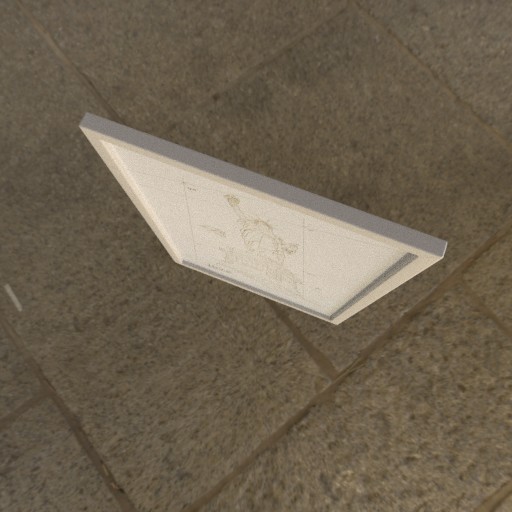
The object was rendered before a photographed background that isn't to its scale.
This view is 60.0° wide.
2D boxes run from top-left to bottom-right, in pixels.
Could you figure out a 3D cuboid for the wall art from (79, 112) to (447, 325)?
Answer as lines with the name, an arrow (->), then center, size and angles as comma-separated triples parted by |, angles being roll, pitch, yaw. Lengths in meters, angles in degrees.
wall art -> 0.000, 0.000, 1.022 | 0.556, 0.813, 0.026 | 21, 76, 5
